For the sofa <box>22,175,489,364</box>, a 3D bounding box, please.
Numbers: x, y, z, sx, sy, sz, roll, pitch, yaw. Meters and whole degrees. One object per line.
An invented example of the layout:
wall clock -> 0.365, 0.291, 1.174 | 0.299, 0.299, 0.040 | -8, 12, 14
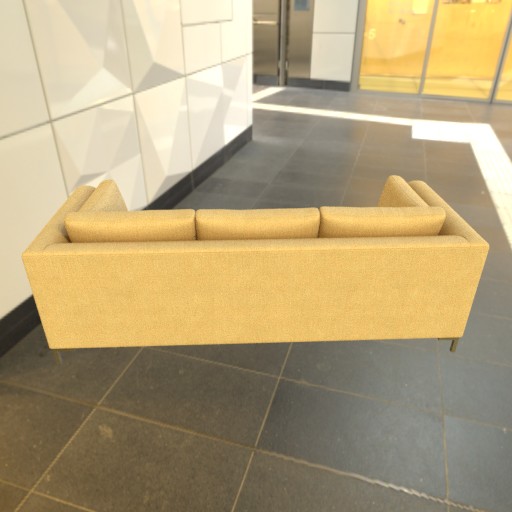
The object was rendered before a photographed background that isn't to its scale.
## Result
sofa -> 0.000, 0.000, 2.844 | 2.415, 0.867, 0.969 | -1, 30, -2
